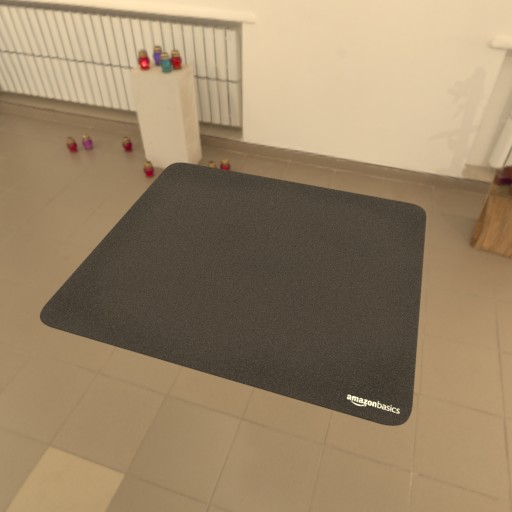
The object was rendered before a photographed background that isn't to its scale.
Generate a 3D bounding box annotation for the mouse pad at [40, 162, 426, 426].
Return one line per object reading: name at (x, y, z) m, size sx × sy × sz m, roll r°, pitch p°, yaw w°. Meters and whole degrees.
mouse pad at (0.000, 0.000, 0.627) m, size 0.451 × 0.002 × 0.393 m, roll 13°, pitch 45°, yaw 13°
